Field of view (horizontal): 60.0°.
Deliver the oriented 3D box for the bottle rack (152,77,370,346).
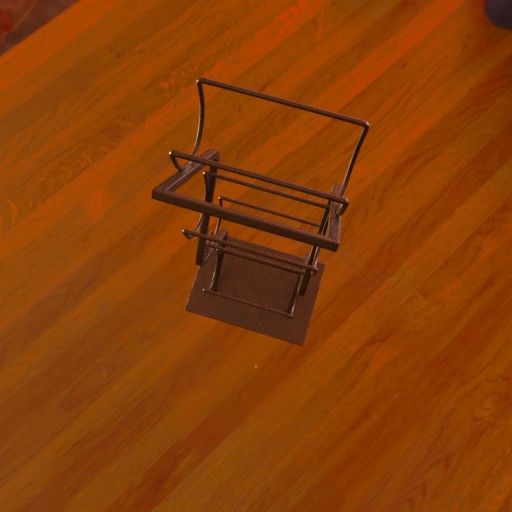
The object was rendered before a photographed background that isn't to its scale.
[{"bbox_3d":[0.000,0.000,0.668,0.254,0.559,0.178,16,77,4],"label":"bottle rack"}]
